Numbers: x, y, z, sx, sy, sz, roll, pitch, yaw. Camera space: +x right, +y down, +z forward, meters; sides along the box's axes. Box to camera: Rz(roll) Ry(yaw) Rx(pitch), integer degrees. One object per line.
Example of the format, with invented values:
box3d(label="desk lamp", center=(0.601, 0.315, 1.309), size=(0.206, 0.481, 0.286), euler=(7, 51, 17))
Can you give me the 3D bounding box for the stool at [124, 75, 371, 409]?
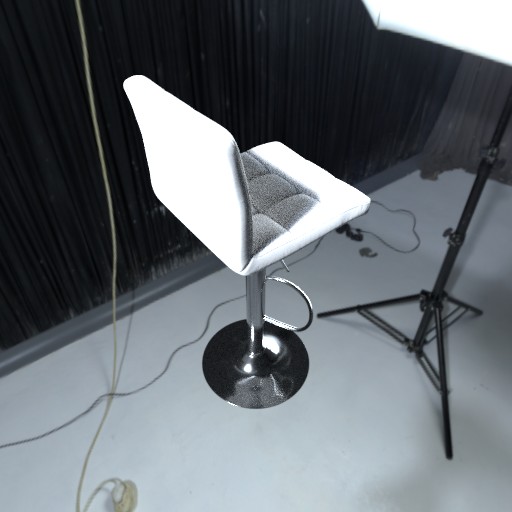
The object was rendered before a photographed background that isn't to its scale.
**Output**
box3d(label="stool", center=(0.000, 0.000, 1.394), size=(0.505, 1.115, 0.430), euler=(-26, 48, -27))
